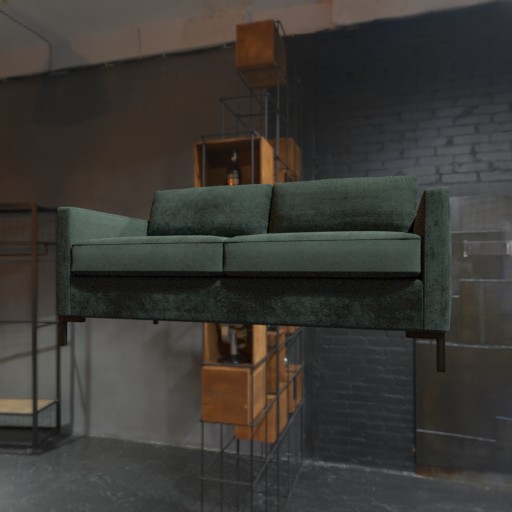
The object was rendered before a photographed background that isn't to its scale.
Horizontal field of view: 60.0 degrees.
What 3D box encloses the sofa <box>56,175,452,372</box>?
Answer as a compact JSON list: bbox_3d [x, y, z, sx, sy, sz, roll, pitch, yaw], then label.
[{"bbox_3d":[0.000,0.000,2.135,1.676,0.817,0.875,0,-2,18],"label":"sofa"}]
